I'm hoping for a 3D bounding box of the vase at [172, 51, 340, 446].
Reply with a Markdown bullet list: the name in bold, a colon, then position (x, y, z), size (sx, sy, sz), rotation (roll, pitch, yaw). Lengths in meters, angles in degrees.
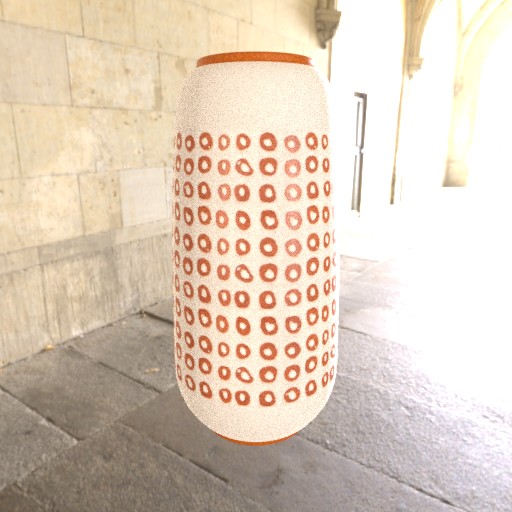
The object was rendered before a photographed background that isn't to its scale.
- **vase**: position (0.000, 0.000, 0.347), size (0.133, 0.282, 0.133), rotation (0, 15, 0)
